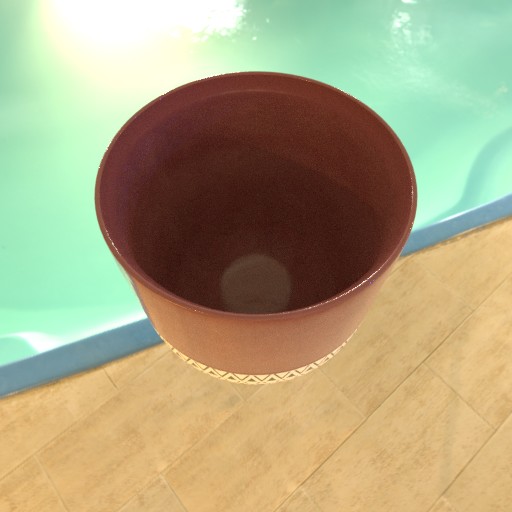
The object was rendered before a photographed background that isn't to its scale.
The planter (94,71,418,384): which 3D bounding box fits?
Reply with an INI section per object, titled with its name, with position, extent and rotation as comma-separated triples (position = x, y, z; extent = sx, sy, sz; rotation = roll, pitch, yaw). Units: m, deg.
[planter]
position = 0.000, 0.000, 0.484
extent = 0.266, 0.270, 0.266
rotation = 0, 59, 0
